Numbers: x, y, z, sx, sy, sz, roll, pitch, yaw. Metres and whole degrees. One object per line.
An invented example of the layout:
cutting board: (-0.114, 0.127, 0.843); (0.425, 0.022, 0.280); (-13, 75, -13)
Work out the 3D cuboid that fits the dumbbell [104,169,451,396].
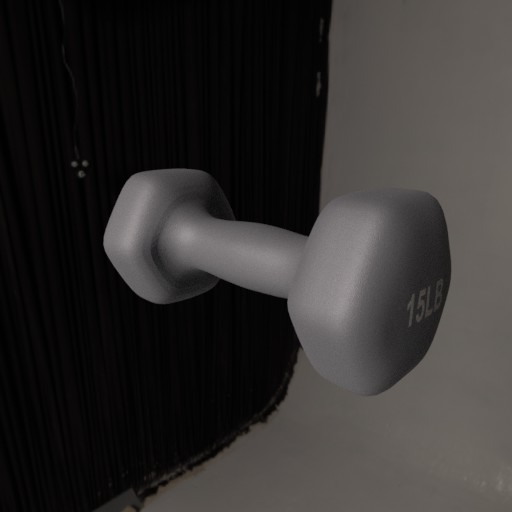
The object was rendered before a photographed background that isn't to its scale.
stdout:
dumbbell: (0.000, 0.000, 0.302); (0.240, 0.105, 0.116); (15, 21, 42)
